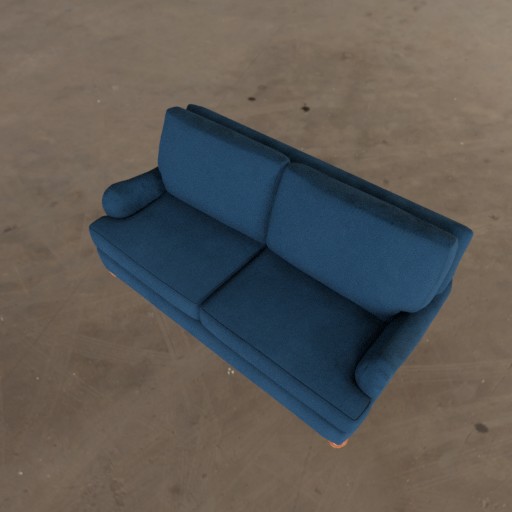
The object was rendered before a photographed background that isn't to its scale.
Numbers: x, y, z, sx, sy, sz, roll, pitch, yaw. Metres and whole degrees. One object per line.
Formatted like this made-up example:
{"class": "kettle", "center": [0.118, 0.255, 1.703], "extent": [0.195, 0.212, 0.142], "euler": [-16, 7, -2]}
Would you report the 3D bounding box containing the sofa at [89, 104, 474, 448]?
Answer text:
{"class": "sofa", "center": [0.000, 0.000, 2.778], "extent": [2.141, 1.101, 1.084], "euler": [31, 55, 26]}
